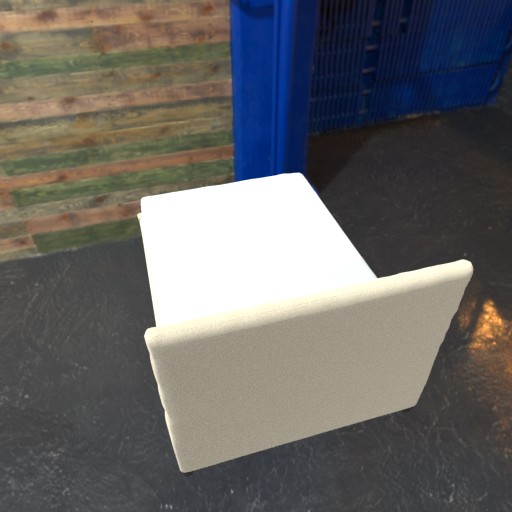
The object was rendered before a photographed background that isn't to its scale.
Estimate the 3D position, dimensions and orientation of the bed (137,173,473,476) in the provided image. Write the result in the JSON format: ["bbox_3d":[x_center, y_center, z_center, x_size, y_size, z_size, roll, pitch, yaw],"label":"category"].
[{"bbox_3d":[0.000,0.000,3.403,1.698,1.427,2.387,-11,43,-12],"label":"bed"}]
